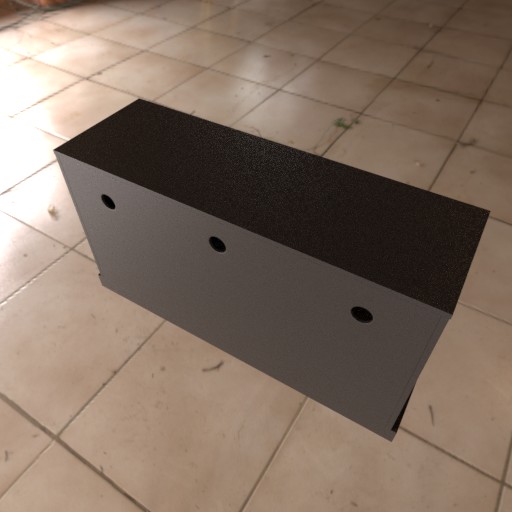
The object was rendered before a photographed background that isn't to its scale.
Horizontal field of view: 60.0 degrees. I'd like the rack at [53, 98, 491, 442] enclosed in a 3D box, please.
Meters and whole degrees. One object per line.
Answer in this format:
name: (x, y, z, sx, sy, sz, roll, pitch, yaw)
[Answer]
rack: (0.000, 0.000, 1.458, 1.206, 0.635, 0.399, 23, 50, 21)
